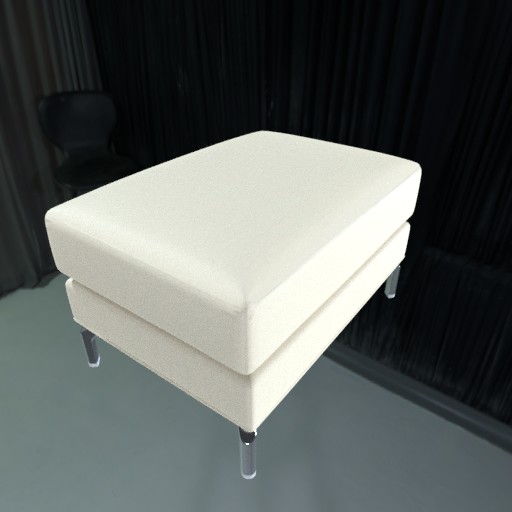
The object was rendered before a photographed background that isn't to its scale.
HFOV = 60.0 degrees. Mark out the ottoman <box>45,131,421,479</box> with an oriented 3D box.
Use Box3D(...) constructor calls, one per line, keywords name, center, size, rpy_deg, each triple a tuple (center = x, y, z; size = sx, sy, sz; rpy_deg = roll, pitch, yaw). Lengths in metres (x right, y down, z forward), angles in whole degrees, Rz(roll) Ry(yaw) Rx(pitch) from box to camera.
Box3D(name="ottoman", center=(0.000, 0.000, 1.212), size=(0.581, 0.497, 0.835), rpy_deg=(21, 37, 30))
